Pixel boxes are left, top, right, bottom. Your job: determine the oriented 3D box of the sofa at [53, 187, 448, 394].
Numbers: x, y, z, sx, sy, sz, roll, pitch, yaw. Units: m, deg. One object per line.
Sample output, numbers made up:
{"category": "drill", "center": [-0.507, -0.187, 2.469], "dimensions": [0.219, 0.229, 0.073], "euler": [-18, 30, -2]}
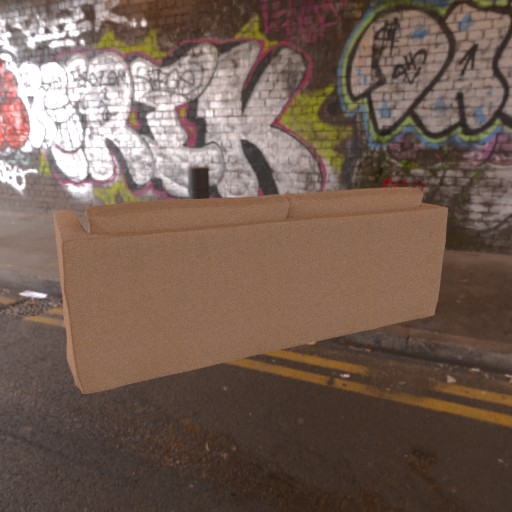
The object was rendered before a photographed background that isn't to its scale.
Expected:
{"category": "sofa", "center": [0.000, 0.000, 2.789], "dimensions": [2.296, 0.847, 0.956], "euler": [-7, 16, -25]}
